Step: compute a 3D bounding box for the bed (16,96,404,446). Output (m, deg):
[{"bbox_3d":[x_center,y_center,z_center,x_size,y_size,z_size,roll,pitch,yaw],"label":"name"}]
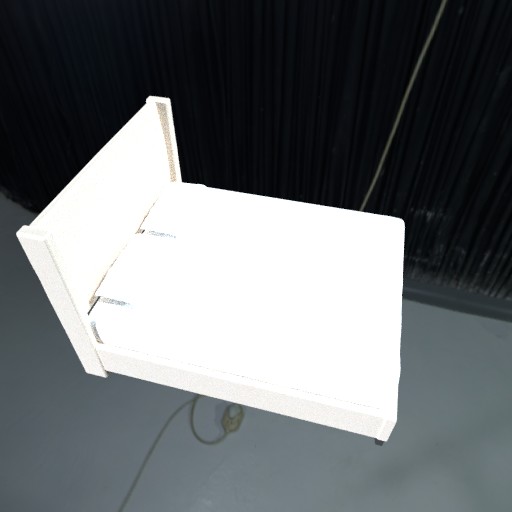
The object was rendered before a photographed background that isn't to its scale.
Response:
[{"bbox_3d":[0.000,0.000,3.366,2.293,1.471,1.778,11,46,10],"label":"bed"}]
